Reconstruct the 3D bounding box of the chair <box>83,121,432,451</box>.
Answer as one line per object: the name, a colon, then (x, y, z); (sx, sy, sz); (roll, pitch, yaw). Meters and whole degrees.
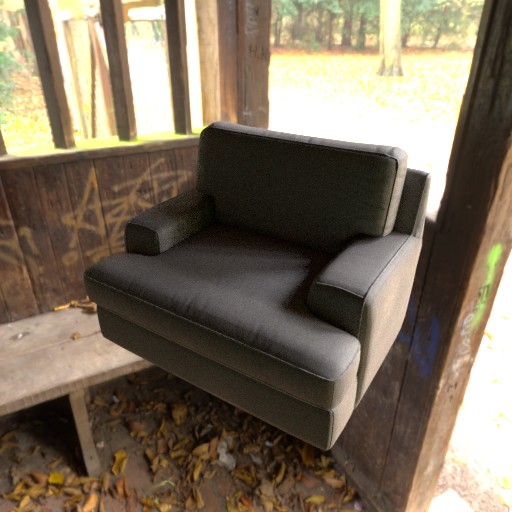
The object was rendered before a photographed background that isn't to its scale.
chair: (0.000, 0.000, 2.020); (1.270, 0.974, 1.043); (17, 33, 28)
